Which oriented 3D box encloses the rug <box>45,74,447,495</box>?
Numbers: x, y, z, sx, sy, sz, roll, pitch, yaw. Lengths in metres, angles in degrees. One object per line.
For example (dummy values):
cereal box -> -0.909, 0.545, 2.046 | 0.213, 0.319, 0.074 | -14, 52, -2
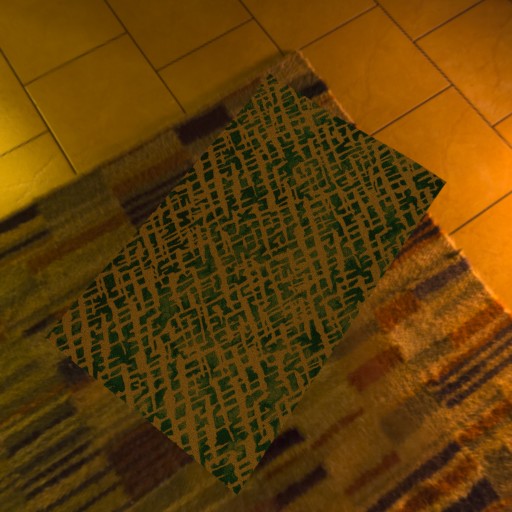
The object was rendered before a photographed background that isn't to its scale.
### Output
rug -> 0.000, 0.000, 2.951 | 1.520, 0.011, 2.447 | 35, 77, 9
